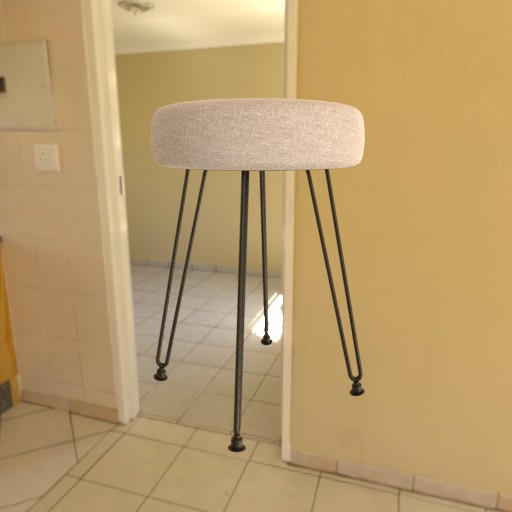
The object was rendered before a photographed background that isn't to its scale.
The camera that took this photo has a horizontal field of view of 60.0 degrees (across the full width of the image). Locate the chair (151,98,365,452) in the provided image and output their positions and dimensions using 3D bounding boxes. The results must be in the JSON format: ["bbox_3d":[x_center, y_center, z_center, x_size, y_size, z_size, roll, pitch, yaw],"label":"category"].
[{"bbox_3d":[0.000,0.000,0.681,0.350,0.440,0.350,2,14,8],"label":"chair"}]
